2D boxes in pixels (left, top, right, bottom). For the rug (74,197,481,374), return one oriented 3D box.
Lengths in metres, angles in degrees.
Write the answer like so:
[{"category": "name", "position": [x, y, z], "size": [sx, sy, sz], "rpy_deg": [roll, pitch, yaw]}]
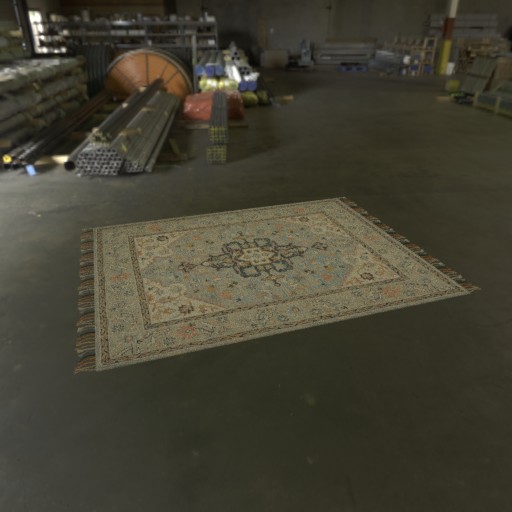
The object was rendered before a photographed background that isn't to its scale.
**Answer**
[{"category": "rug", "position": [0.000, 0.000, 4.252], "size": [3.221, 0.011, 2.379], "rpy_deg": [-9, 29, -16]}]
